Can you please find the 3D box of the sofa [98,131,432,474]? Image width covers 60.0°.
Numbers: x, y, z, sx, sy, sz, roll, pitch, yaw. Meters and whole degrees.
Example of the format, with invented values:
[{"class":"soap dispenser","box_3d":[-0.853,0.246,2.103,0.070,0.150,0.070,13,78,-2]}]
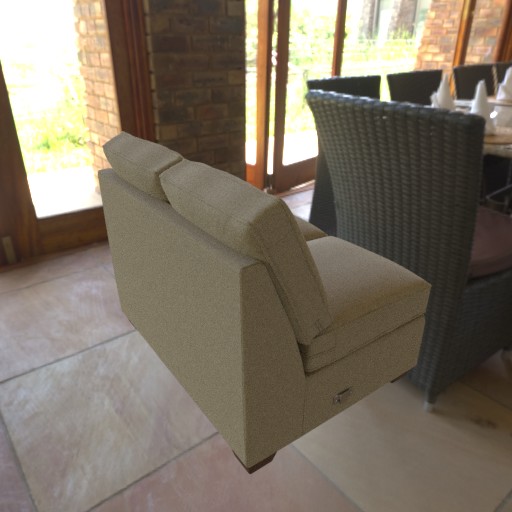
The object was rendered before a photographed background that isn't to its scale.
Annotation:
[{"class":"sofa","box_3d":[0.000,0.000,2.001,0.951,1.008,1.237,-17,31,-31]}]
